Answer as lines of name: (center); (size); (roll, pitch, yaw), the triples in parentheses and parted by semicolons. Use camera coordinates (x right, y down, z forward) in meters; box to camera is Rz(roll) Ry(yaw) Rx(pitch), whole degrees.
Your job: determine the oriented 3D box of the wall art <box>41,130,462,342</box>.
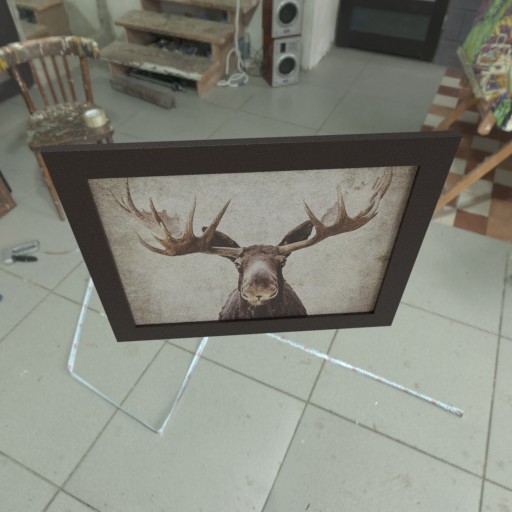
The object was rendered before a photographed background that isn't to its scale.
wall art: (0.000, 0.000, 1.617); (1.207, 0.952, 0.034); (-3, 46, -3)
